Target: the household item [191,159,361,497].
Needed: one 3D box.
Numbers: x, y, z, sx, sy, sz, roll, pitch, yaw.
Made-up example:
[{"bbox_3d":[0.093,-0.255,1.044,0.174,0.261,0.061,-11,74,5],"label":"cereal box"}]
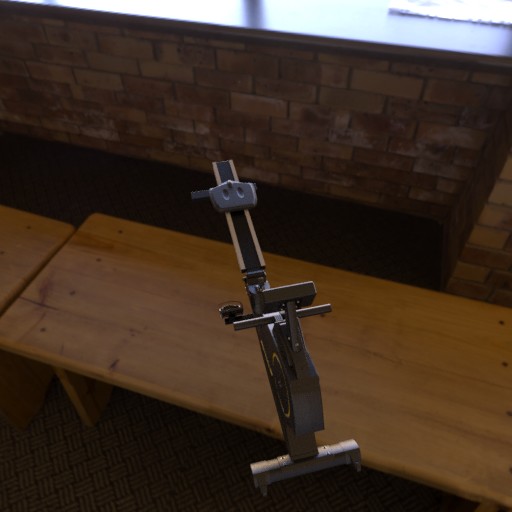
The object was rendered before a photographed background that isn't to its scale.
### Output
[{"bbox_3d":[0.000,0.000,2.520,0.521,0.810,2.251,-10,47,-9],"label":"household item"}]
